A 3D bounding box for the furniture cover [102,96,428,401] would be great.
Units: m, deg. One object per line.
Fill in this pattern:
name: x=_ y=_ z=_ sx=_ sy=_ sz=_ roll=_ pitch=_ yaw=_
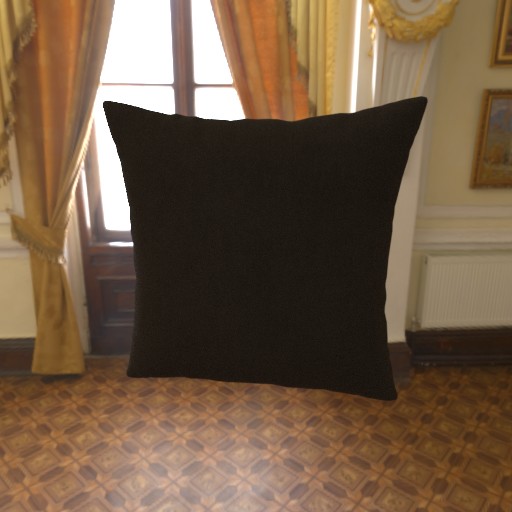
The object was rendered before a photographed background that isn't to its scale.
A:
furniture cover: x=0.000 y=0.000 z=0.757 sx=0.511 sy=0.509 sz=0.161 roll=2 pitch=16 yaw=9
